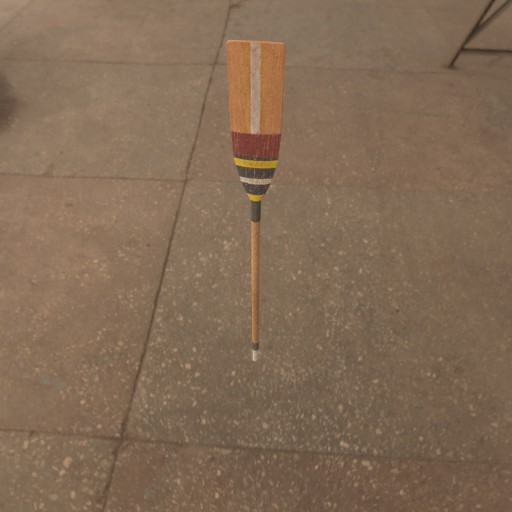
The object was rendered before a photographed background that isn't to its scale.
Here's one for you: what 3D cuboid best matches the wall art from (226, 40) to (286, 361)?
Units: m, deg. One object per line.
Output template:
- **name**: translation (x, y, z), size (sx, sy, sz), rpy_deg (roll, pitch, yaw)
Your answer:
- **wall art**: translation (0.000, 0.000, 1.654), size (0.146, 1.556, 0.038), rpy_deg (4, 48, 4)
